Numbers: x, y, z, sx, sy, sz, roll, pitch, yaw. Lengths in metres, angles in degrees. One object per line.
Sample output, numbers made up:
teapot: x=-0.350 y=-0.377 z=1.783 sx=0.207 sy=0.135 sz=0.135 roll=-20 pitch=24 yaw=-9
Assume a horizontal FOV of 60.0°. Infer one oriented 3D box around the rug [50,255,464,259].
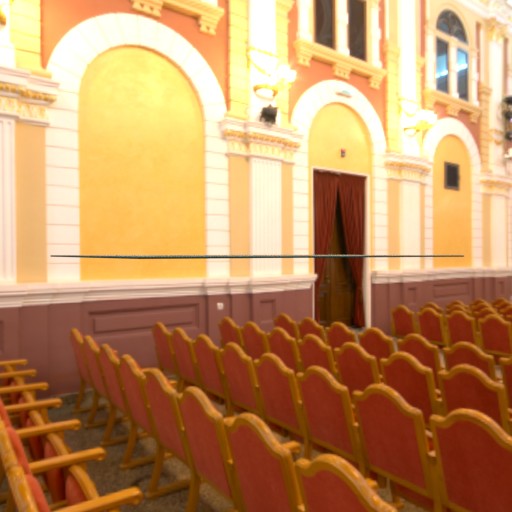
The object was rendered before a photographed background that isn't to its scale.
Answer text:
rug: x=0.000 y=0.000 z=4.032 sx=3.044 sy=0.015 sz=2.226 roll=0 pitch=0 yaw=-35
